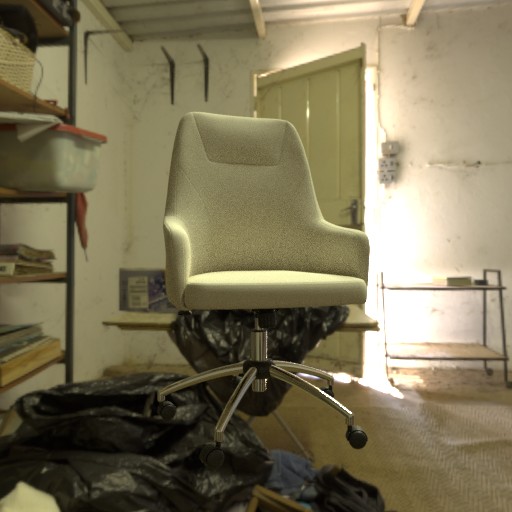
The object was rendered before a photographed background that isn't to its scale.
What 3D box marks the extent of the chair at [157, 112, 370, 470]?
[{"bbox_3d":[0.000,0.000,1.444,0.620,1.049,0.640,0,0,-17],"label":"chair"}]
